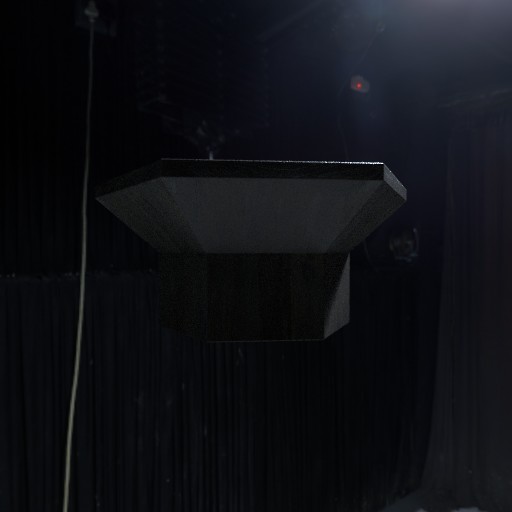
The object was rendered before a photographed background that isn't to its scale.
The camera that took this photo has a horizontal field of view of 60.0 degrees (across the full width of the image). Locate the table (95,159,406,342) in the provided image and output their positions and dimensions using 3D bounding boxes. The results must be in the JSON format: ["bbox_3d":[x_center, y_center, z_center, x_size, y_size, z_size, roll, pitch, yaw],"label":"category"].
[{"bbox_3d":[0.000,0.000,1.585,0.966,0.488,1.115,-1,1,-36],"label":"table"}]
